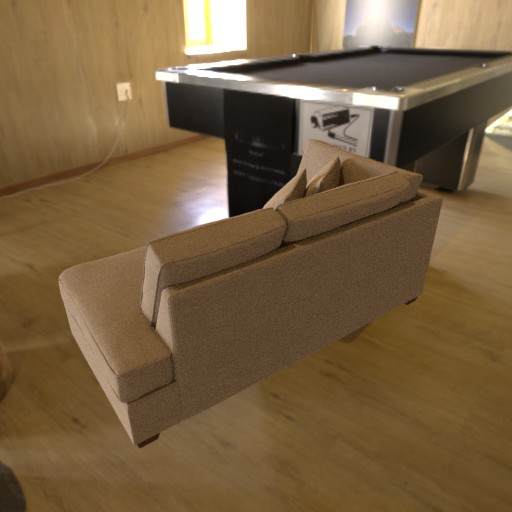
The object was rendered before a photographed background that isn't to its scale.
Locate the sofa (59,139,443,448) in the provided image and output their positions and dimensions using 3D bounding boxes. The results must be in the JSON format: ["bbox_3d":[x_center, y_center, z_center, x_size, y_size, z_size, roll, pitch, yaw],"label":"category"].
[{"bbox_3d":[0.000,0.000,2.830,2.238,1.019,1.110,-19,35,-31],"label":"sofa"}]
